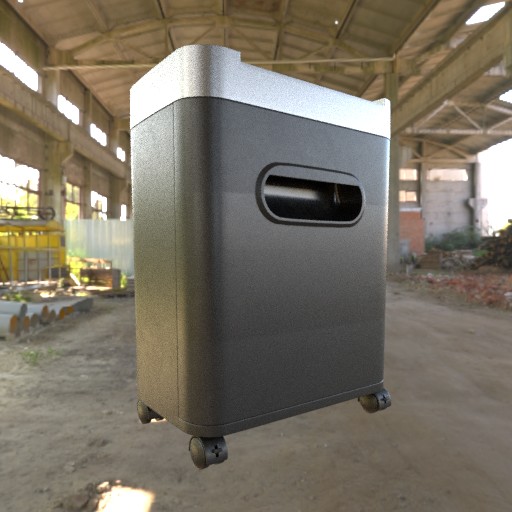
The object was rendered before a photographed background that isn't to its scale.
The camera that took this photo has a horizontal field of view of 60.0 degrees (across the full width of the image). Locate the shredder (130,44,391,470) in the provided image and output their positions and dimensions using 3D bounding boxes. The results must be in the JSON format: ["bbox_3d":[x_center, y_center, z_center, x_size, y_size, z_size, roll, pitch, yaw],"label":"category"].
[{"bbox_3d":[0.000,0.000,0.597,0.311,0.419,0.237,0,1,-36],"label":"shredder"}]
